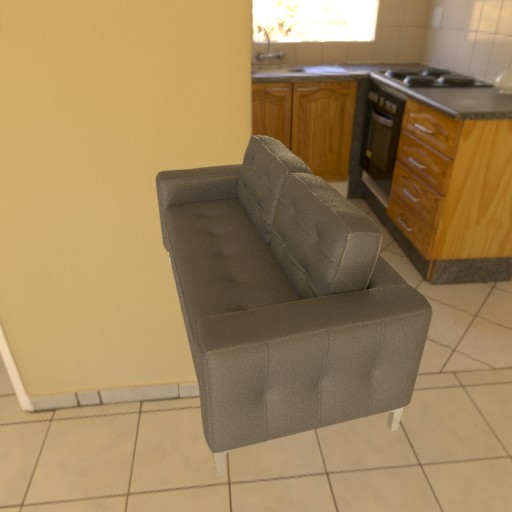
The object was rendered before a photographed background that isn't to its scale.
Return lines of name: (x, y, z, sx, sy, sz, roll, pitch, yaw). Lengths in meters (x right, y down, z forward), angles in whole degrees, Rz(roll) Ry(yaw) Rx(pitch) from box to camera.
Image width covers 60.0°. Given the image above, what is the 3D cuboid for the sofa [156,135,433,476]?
sofa: (0.000, 0.000, 2.230, 0.833, 0.892, 1.726, -8, 31, -14)
